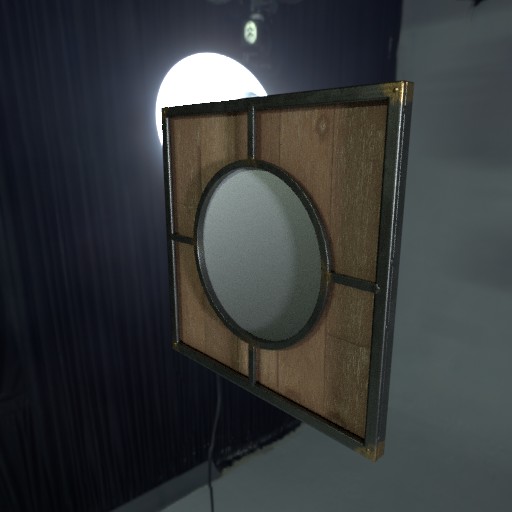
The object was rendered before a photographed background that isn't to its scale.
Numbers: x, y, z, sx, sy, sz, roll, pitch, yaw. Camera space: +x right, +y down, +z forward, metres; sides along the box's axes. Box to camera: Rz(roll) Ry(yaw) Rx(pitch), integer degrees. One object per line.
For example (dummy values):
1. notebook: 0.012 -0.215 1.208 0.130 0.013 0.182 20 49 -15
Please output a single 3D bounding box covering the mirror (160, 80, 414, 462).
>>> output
1. mirror: 0.000 0.000 0.563 0.020 0.381 0.382 -13 19 -42
